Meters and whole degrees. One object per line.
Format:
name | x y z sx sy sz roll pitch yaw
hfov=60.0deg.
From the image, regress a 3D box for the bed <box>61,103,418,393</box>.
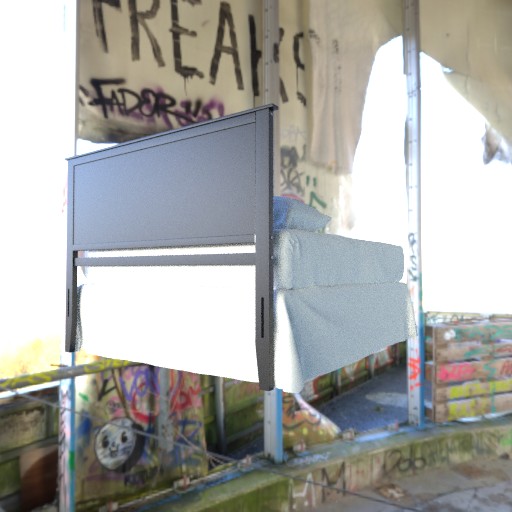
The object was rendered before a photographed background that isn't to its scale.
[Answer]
bed | 0.000 0.000 3.241 1.870 1.270 2.050 -1 -2 36
